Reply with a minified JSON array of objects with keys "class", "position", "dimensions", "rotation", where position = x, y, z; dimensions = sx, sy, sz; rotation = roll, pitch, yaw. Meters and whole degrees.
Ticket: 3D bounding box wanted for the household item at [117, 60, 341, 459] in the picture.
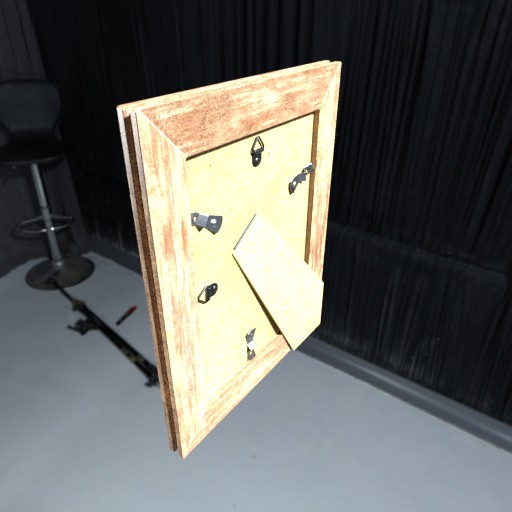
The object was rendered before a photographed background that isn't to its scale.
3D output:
[{"class":"household item","position":[0.000,0.000,0.315],"dimensions":[0.018,0.237,0.186],"rotation":[21,37,31]}]
